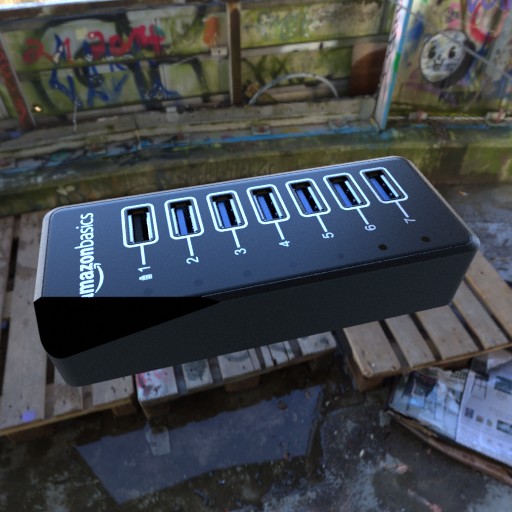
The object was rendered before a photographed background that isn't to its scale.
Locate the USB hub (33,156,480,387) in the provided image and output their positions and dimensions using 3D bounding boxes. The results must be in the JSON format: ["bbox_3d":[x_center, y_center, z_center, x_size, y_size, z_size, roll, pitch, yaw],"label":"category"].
[{"bbox_3d":[0.000,0.000,0.125,0.110,0.023,0.044,-10,47,-10],"label":"USB hub"}]
